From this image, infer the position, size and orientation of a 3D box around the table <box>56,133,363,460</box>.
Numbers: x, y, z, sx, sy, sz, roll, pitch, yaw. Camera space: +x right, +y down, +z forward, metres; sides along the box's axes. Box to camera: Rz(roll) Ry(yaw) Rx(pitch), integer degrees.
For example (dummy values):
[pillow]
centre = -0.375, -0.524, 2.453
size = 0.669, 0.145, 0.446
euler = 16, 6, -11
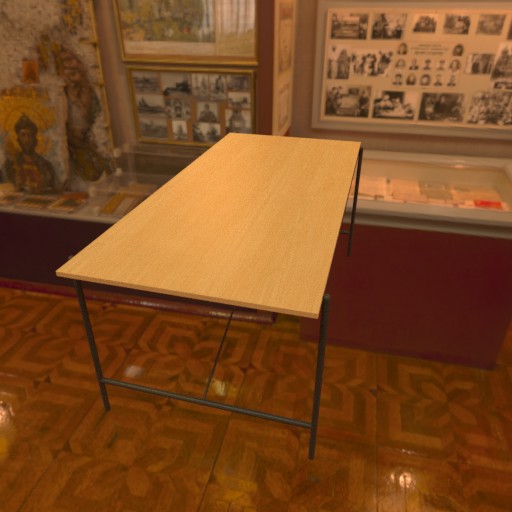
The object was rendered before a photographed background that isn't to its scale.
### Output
[table]
centre = 0.000, 0.000, 2.278
size = 0.900, 0.758, 1.800
euler = 8, 31, 13
